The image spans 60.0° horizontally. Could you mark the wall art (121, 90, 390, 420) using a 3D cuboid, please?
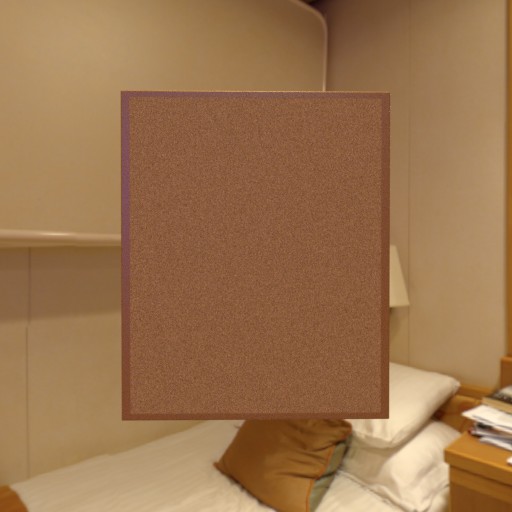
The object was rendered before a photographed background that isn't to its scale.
[{"bbox_3d":[0.000,0.000,0.517,0.310,0.379,0.015,0,1,-1],"label":"wall art"}]
